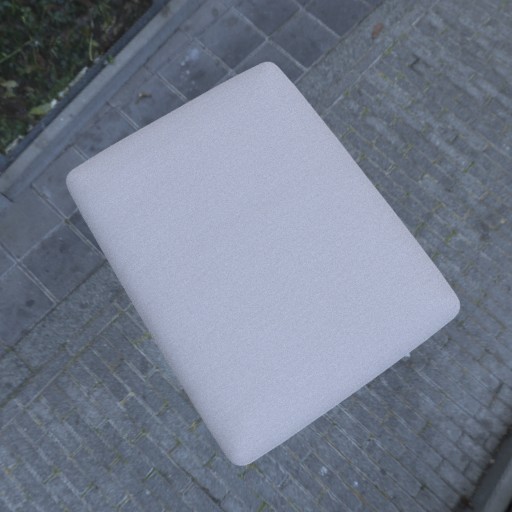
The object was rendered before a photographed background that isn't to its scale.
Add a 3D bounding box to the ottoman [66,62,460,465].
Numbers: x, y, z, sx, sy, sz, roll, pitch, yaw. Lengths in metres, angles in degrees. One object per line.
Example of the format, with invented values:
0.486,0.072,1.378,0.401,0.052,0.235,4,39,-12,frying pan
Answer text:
0.000,0.000,1.127,0.606,0.420,0.771,-32,78,-8,ottoman
